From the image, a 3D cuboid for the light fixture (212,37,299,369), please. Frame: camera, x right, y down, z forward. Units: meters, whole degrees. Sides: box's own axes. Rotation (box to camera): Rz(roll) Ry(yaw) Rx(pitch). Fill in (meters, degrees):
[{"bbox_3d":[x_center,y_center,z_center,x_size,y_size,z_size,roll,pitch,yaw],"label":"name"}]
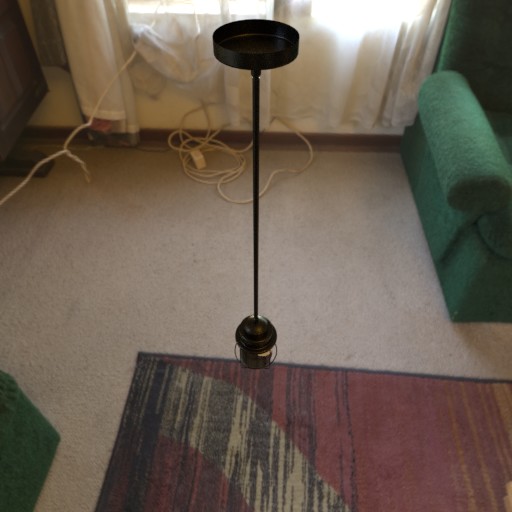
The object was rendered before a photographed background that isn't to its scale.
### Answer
[{"bbox_3d":[0.000,0.000,0.964,0.123,0.920,0.123,-10,48,-9],"label":"light fixture"}]
